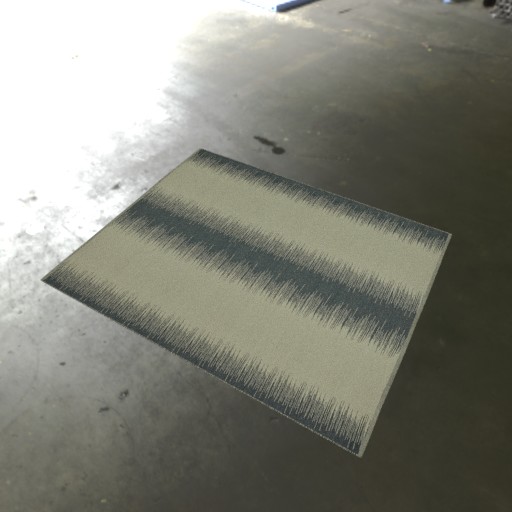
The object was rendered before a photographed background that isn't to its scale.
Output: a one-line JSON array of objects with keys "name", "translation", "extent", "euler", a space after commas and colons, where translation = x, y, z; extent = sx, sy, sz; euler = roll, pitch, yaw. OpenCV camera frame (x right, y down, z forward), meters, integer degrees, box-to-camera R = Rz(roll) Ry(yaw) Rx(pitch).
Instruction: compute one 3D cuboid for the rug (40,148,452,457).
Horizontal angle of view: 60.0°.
[{"name": "rug", "translation": [0.000, 0.000, 4.143], "extent": [3.037, 0.004, 2.453], "euler": [23, 51, 20]}]
